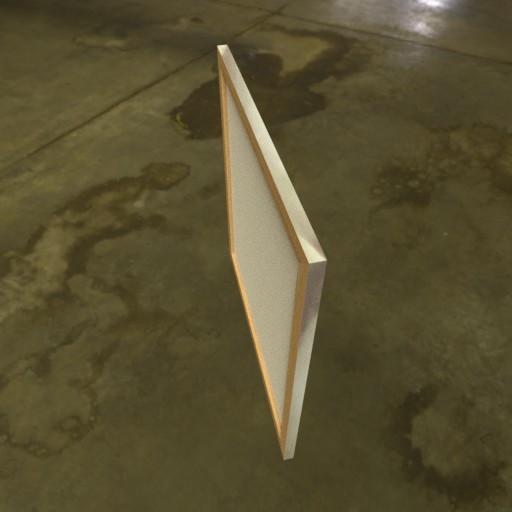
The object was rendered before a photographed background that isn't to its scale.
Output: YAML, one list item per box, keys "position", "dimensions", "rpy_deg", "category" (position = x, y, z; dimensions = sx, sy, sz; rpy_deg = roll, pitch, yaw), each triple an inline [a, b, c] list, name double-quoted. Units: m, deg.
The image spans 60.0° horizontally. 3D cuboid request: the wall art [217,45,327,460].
- position: [0.000, 0.000, 1.139]
  dimensions: [0.027, 0.762, 0.762]
  rpy_deg: [-9, 47, -9]
  category: "wall art"
